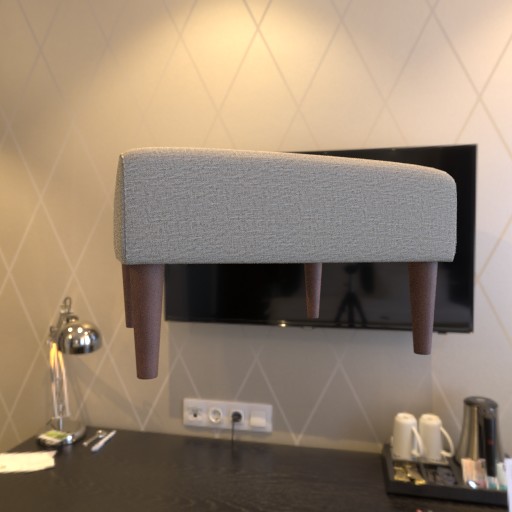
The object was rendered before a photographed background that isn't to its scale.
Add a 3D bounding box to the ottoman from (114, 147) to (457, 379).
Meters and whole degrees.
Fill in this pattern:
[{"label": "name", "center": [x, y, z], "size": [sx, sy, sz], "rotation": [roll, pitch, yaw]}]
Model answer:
[{"label": "ottoman", "center": [0.000, 0.000, 1.069], "size": [0.650, 0.398, 0.649], "rotation": [0, 1, -18]}]
